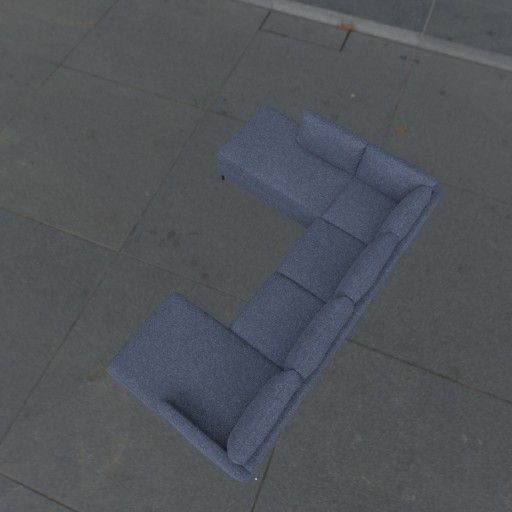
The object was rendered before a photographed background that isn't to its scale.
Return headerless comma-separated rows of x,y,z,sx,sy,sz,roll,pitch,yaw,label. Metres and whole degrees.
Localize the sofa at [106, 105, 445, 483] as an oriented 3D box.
0.000,0.000,3.832,2.007,0.813,2.956,34,68,16,sofa
